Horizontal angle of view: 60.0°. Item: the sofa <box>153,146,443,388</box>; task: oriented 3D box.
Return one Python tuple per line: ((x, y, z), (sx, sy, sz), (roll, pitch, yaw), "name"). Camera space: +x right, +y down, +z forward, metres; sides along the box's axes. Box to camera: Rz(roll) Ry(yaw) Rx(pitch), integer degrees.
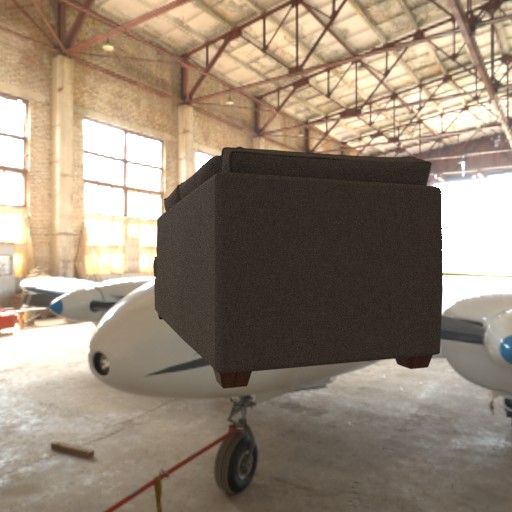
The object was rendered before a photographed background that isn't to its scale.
((0.000, 0.000, 2.886), (1.110, 1.033, 2.237), (0, 0, -19), "sofa")
